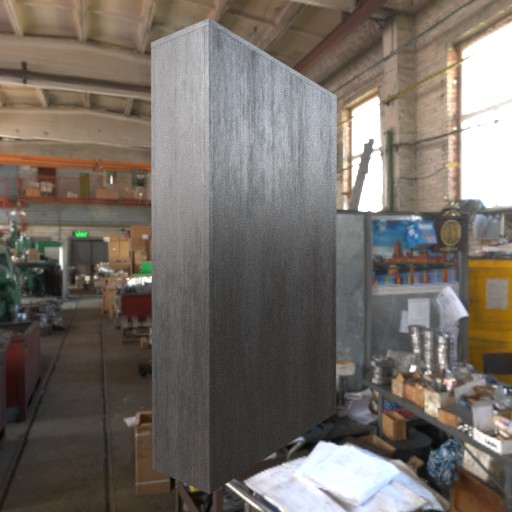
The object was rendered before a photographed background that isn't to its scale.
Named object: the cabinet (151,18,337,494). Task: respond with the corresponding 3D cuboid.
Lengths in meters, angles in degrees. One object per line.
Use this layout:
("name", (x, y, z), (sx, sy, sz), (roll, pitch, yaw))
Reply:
("cabinet", (0.000, 0.000, 1.565), (0.250, 1.280, 0.750), (1, 1, 37))
